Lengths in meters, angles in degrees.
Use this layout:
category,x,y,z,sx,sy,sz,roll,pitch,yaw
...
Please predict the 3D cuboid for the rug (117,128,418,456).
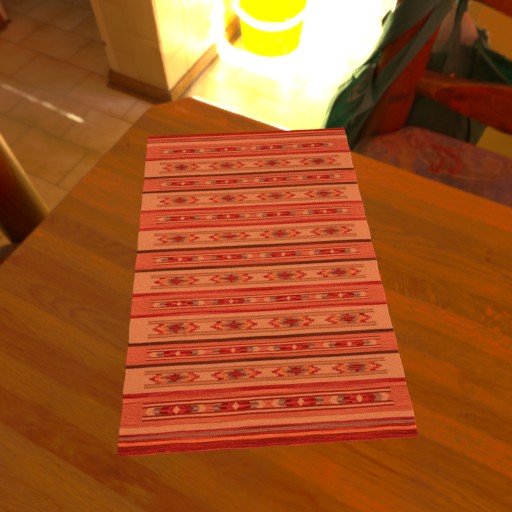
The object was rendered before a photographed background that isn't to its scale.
category,x,y,z,sx,sy,sz,roll,pitch,yaw
rug,0.000,0.000,2.268,1.223,0.008,1.817,-3,58,-2
